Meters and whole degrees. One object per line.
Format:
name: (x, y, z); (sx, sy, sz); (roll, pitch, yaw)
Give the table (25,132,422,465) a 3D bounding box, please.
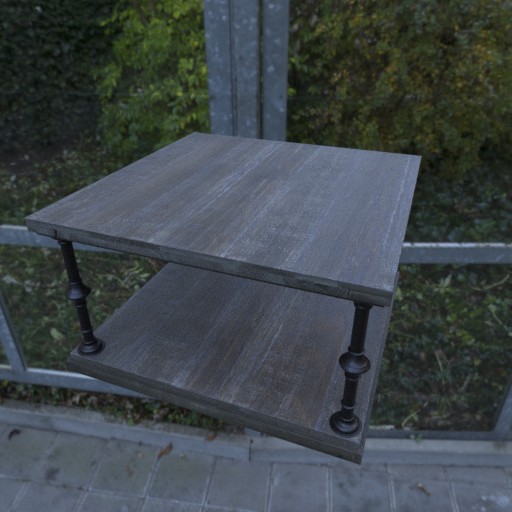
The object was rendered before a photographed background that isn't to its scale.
table: (0.000, 0.000, 1.133); (0.696, 0.400, 0.696); (11, 32, 18)
